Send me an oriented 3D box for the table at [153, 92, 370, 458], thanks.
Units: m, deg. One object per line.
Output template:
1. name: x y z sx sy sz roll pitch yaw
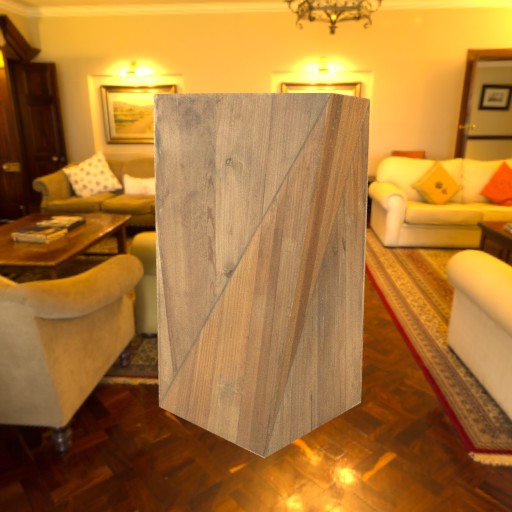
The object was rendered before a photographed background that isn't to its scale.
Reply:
1. table: 0.000 0.000 0.897 0.441 0.604 0.425 -16 24 -42
